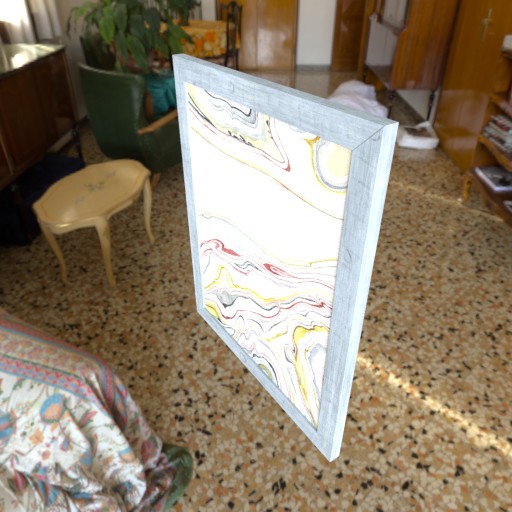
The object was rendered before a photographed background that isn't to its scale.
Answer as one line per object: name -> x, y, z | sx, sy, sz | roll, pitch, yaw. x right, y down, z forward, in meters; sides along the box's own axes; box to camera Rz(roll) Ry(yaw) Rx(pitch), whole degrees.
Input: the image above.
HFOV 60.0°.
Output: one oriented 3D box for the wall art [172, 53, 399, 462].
wall art -> 0.000, 0.000, 0.770 | 0.022, 0.582, 0.479 | -21, 39, -28
